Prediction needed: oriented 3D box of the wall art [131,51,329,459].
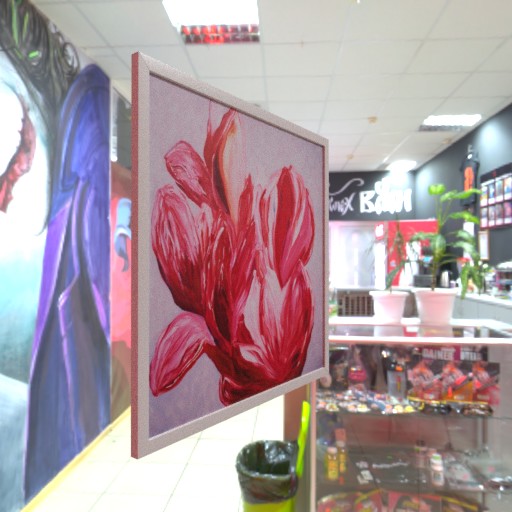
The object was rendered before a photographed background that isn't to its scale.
[{"bbox_3d":[0.000,0.000,1.200,0.022,0.803,0.805,0,0,37],"label":"wall art"}]
